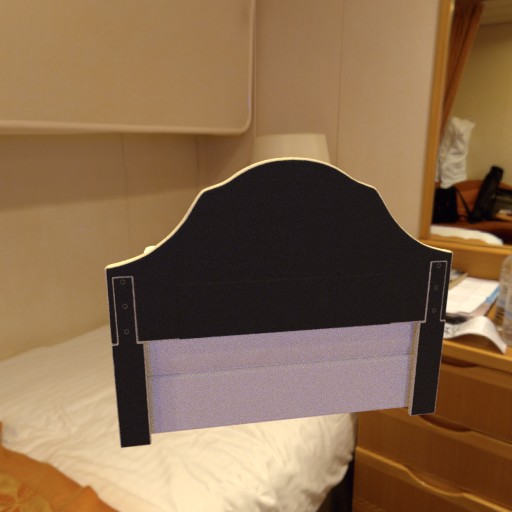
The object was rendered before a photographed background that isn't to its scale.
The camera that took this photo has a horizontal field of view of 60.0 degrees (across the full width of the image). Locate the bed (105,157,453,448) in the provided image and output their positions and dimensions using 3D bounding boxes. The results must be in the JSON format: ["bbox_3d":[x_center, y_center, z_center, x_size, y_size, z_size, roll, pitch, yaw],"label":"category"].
[{"bbox_3d":[0.000,0.000,3.540,2.008,1.615,2.214,-3,15,-10],"label":"bed"}]
